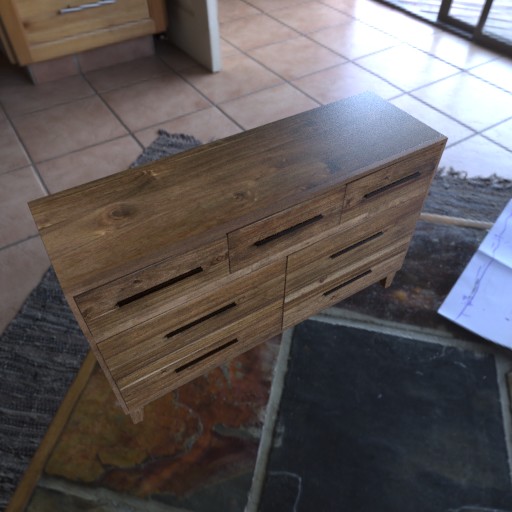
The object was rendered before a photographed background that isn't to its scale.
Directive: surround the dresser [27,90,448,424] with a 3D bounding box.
[{"bbox_3d":[0.000,0.000,1.818,1.400,0.873,0.446,-24,52,-21],"label":"dresser"}]
